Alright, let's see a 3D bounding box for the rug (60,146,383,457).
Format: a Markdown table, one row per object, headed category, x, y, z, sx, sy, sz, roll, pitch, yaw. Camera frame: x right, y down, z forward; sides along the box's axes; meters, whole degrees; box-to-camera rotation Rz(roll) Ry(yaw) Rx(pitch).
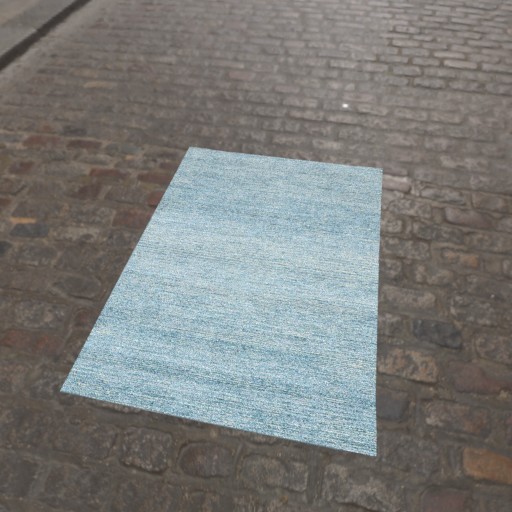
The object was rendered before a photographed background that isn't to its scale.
| category | x | y | z | sx | sy | sz | roll | pitch | yaw |
| --- | --- | --- | --- | --- | --- | --- | --- | --- | --- |
| rug | 0.000 | 0.000 | 2.912 | 1.611 | 0.026 | 2.260 | 9 | 48 | 8 |
